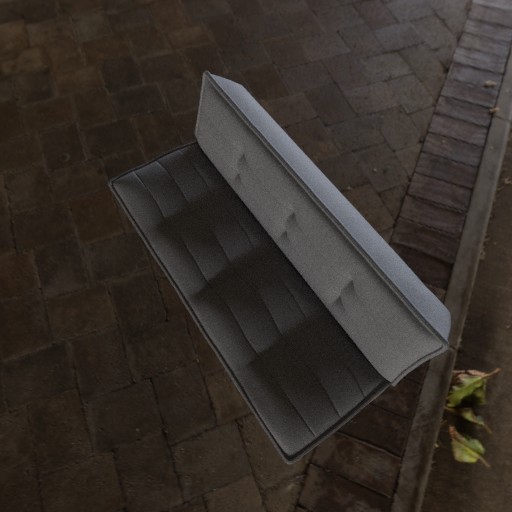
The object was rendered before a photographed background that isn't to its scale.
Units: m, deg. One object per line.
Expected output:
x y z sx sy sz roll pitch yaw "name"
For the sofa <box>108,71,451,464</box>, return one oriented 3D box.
0.000 0.000 2.479 0.950 0.890 1.940 -31 67 -15 "sofa"
